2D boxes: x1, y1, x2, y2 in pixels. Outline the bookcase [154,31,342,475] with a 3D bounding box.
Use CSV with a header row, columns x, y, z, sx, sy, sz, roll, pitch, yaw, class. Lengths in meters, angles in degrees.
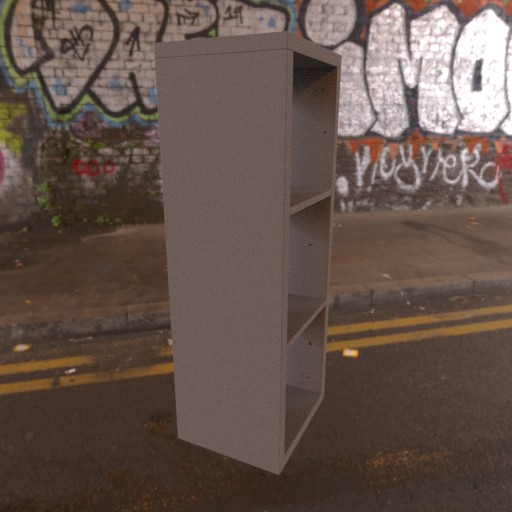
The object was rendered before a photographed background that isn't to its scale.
x,y,z,sx,sy,sz,roll,pitch,yaw,class
0.000,0.000,1.268,0.330,1.080,0.390,8,19,25,bookcase
